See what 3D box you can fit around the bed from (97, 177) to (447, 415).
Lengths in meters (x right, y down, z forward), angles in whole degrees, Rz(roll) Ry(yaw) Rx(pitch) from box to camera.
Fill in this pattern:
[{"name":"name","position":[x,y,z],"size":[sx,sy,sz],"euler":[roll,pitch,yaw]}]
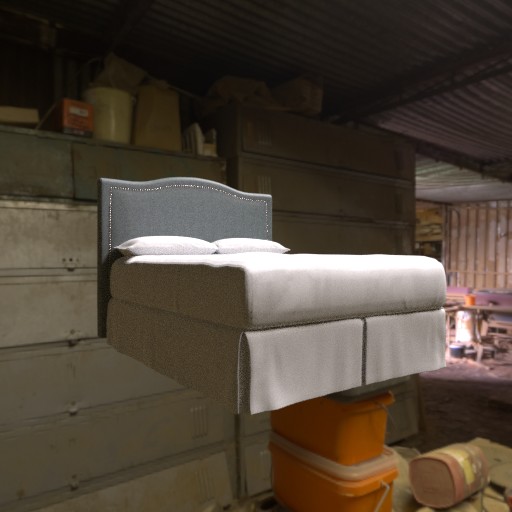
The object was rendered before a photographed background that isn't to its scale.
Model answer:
[{"name":"bed","position":[0.000,0.000,3.303],"size":[1.753,1.460,2.143],"euler":[0,0,-35]}]
